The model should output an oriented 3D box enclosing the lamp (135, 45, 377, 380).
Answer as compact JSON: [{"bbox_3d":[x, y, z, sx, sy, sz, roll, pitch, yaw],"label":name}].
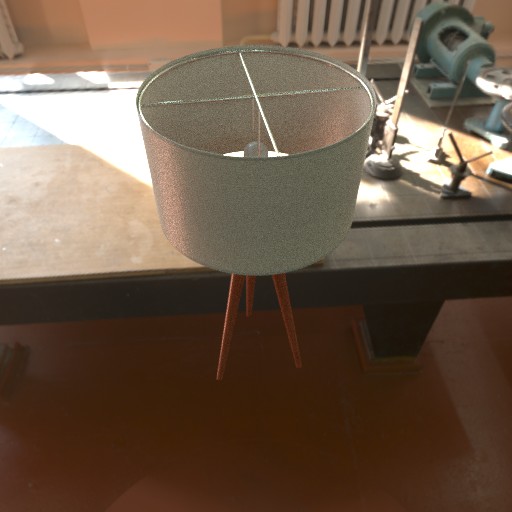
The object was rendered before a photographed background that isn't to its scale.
[{"bbox_3d":[0.000,0.000,0.916,0.354,0.709,0.355,23,50,21],"label":"lamp"}]
